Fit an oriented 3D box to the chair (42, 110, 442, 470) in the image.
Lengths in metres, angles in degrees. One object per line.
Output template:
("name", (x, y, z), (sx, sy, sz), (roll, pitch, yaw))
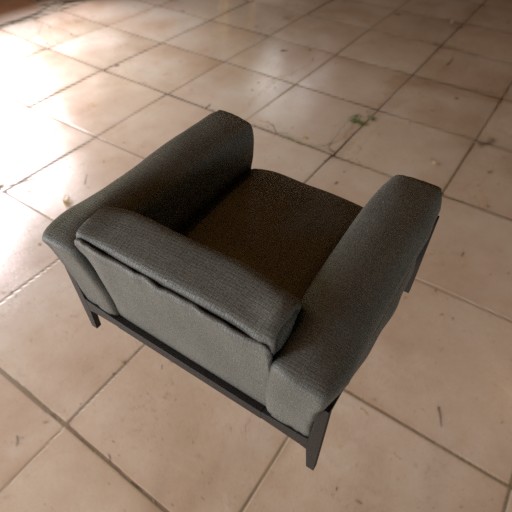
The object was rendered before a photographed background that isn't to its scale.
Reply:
("chair", (0.000, 0.000, 1.657), (1.056, 0.646, 0.969), (26, 52, 22))
